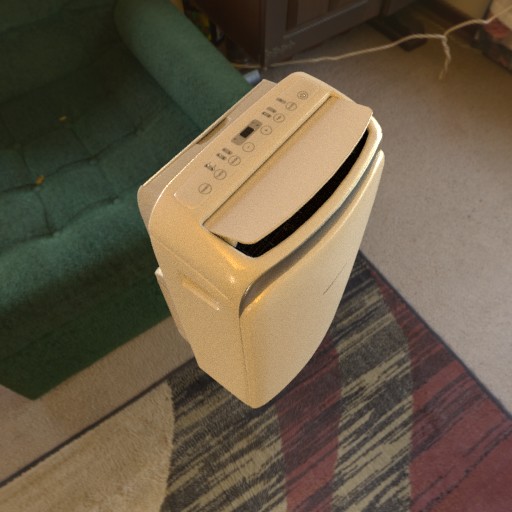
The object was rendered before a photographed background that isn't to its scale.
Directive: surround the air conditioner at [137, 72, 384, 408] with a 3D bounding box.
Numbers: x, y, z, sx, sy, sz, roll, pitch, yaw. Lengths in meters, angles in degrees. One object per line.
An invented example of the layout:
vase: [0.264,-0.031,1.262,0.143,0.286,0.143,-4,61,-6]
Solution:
air conditioner: [0.000,0.000,1.046,0.414,0.786,0.449,34,65,18]
